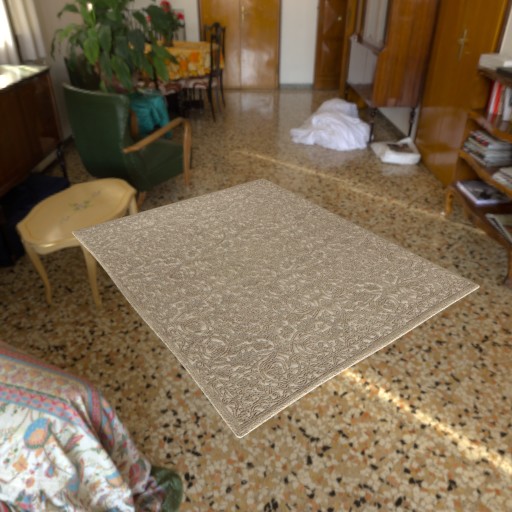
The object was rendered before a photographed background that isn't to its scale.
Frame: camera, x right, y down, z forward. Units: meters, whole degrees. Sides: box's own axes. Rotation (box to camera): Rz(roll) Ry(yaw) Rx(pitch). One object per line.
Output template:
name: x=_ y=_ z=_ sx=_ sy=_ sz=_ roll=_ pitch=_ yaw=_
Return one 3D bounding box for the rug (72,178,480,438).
rug: x=0.000 y=0.000 z=4.133 sx=2.472 sy=0.035 sz=3.017 roll=-21 pitch=37 yaw=-30
